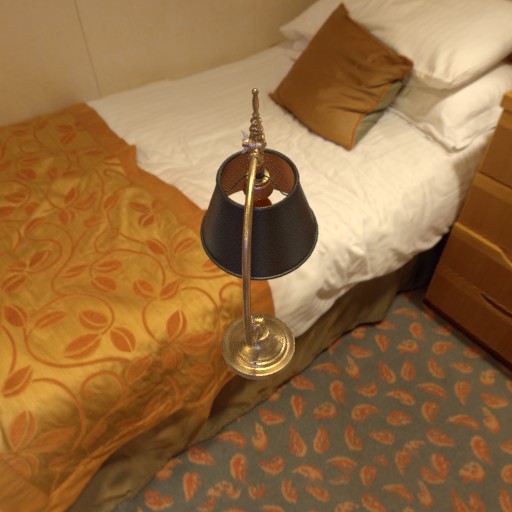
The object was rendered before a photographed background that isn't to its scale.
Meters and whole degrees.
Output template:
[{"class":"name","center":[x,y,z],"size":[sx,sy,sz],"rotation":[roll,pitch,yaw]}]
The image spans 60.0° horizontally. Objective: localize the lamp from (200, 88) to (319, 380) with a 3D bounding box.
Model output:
[{"class":"lamp","center":[0.000,0.000,0.854],"size":[0.235,0.675,0.344],"rotation":[4,46,4]}]
